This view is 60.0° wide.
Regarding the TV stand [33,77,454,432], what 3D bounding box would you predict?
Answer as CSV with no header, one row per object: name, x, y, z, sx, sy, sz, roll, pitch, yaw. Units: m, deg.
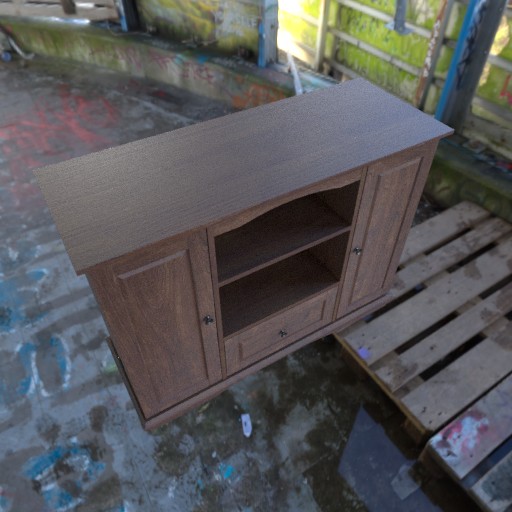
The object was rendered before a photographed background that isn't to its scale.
TV stand,0.000,0.000,1.473,1.067,0.813,0.406,-23,50,-21
